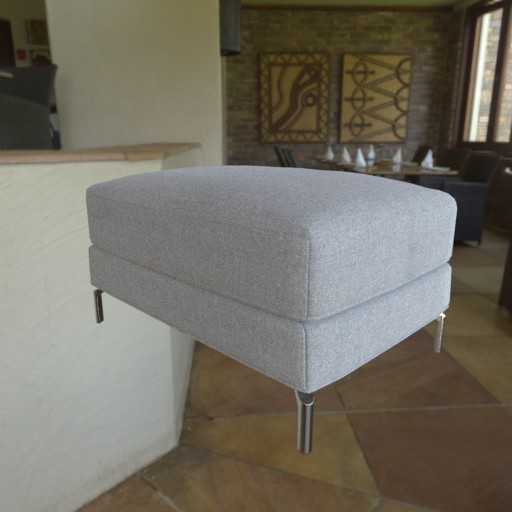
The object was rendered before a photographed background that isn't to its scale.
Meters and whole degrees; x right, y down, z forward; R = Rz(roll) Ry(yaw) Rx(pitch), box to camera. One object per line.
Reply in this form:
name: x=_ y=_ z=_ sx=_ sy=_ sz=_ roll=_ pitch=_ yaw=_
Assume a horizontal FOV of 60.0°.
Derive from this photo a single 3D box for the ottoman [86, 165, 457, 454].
ottoman: x=0.000 y=0.000 z=1.175 sx=0.584 sy=0.457 sz=0.838 roll=-14 pitch=21 yaw=-43
